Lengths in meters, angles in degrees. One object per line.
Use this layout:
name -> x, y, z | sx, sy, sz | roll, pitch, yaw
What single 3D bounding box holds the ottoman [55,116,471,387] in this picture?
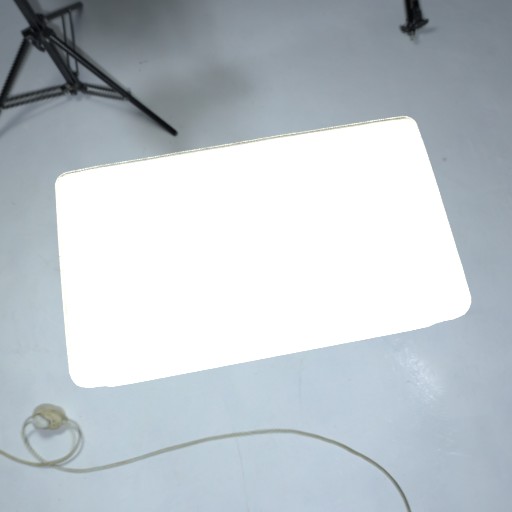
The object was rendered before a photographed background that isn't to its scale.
ottoman -> 0.000, 0.000, 1.399 | 1.097, 0.448, 0.617 | -10, 75, -3
